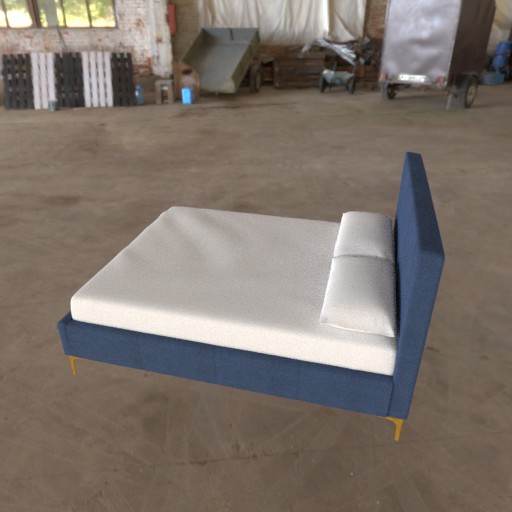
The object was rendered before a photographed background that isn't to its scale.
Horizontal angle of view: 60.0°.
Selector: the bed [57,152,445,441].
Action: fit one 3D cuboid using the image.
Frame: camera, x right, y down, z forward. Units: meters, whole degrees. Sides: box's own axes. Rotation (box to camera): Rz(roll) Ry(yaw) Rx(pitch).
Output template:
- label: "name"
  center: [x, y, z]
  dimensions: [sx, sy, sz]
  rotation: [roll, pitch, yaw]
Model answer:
- label: "bed"
  center: [0.000, 0.000, 3.194]
  dimensions: [2.172, 1.231, 1.723]
  rotation: [7, 30, 13]
